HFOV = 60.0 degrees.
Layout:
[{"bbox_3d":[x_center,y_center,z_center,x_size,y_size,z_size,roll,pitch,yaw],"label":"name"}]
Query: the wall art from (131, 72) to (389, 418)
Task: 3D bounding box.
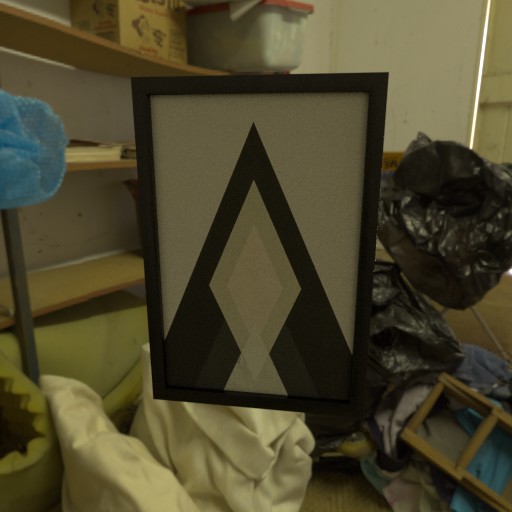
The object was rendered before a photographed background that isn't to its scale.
[{"bbox_3d":[0.000,0.000,0.604,0.313,0.457,0.031,2,15,8],"label":"wall art"}]
